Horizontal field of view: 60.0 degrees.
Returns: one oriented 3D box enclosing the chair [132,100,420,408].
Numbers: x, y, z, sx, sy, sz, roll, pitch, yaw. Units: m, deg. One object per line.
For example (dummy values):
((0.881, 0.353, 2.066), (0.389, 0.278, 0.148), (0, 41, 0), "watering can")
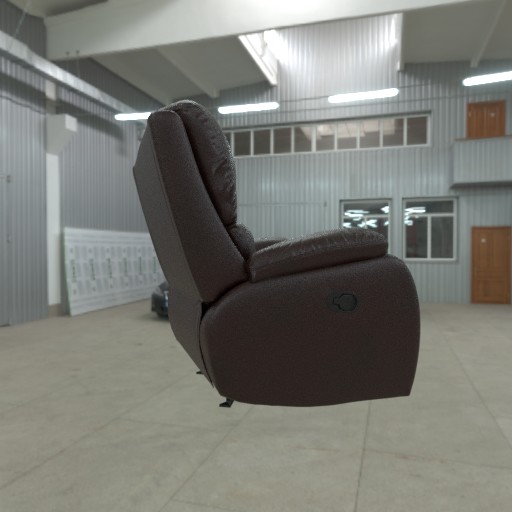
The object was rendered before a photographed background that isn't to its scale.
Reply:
((0.000, 0.000, 1.752), (0.899, 1.011, 0.930), (0, 1, -18), "chair")
